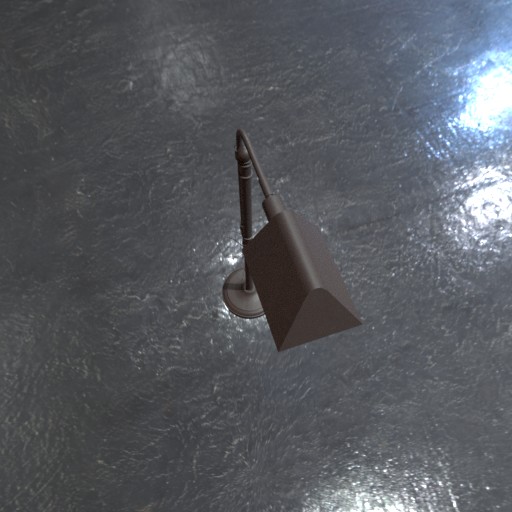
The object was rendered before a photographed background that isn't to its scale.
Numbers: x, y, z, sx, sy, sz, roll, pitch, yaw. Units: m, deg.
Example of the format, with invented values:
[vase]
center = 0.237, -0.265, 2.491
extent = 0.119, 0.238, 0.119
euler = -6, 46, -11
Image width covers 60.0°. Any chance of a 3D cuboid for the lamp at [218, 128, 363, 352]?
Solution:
[lamp]
center = 0.000, 0.000, 0.946
extent = 0.159, 0.708, 0.545
euler = -16, 65, -8
